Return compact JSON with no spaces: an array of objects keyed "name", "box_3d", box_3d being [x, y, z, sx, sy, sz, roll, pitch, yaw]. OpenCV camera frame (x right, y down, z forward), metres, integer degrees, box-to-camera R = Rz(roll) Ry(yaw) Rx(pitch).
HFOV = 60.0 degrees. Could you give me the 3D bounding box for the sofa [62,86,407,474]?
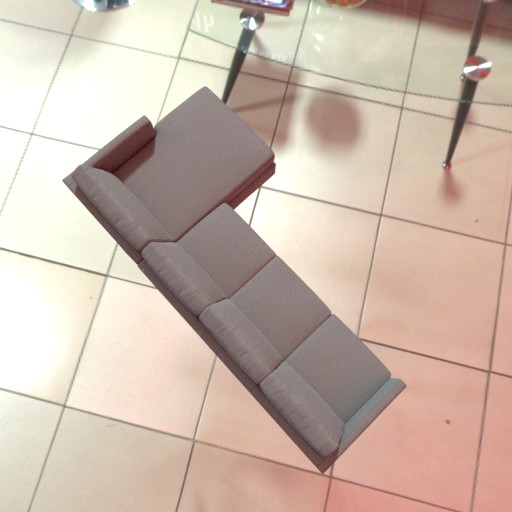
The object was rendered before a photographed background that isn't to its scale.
[{"name":"sofa","box_3d":[0.000,0.000,3.885,1.622,0.867,3.177,-42,80,-9]}]
